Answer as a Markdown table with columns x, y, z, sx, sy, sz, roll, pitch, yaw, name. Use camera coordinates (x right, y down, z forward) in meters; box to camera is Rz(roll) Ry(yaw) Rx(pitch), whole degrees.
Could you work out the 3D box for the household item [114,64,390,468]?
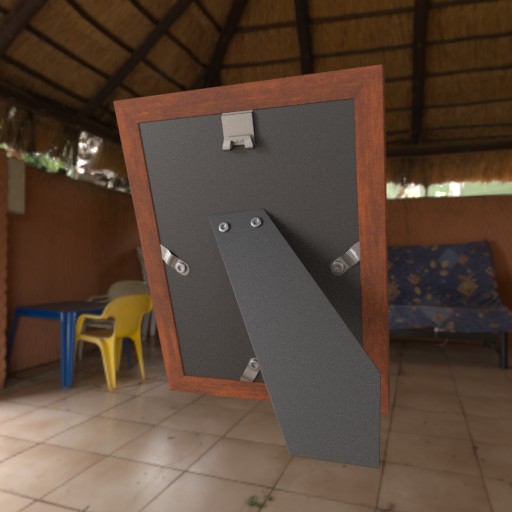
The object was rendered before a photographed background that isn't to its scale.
| x | y | z | sx | sy | sz | roll | pitch | yaw | name |
| --- | --- | --- | --- | --- | --- | --- | --- | --- | --- |
| 0.000 | 0.000 | 0.283 | 0.160 | 0.204 | 0.096 | 0 | 0 | 19 | household item |
